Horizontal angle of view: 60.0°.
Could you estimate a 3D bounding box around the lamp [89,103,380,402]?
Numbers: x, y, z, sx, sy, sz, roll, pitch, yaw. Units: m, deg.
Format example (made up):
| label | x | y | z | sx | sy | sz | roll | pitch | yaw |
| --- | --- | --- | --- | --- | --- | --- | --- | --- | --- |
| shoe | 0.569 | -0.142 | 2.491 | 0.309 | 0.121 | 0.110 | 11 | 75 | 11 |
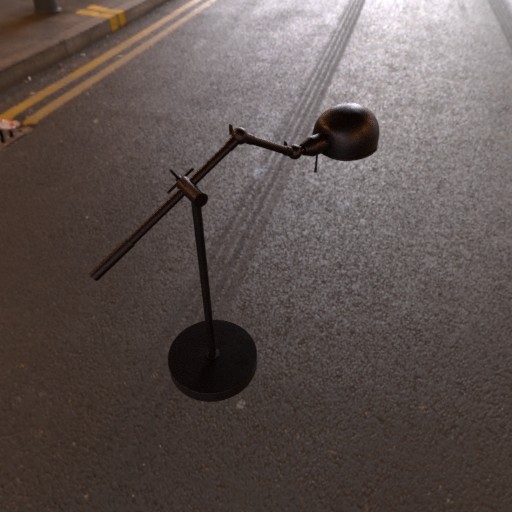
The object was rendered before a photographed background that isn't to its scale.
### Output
| label | x | y | z | sx | sy | sz | roll | pitch | yaw |
| --- | --- | --- | --- | --- | --- | --- | --- | --- | --- |
| lamp | 0.000 | 0.000 | 0.822 | 0.567 | 0.495 | 0.185 | -25 | 47 | -25 |
